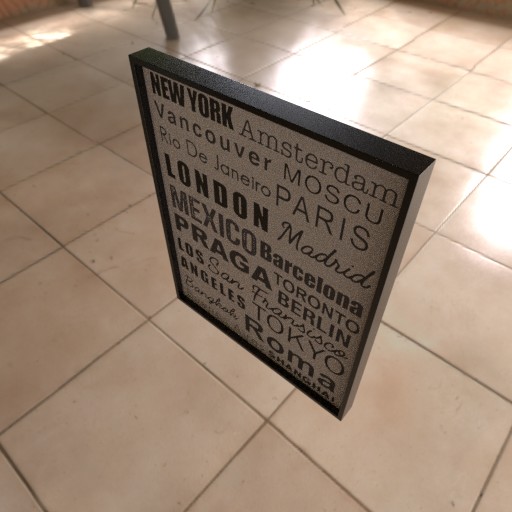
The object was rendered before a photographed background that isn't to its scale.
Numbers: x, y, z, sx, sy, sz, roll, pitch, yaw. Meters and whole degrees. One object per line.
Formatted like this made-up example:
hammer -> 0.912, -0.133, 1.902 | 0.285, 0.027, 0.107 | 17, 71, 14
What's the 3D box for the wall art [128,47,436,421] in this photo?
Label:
wall art -> 0.000, 0.000, 0.736 | 0.448, 0.551, 0.038 | 32, 54, 27
